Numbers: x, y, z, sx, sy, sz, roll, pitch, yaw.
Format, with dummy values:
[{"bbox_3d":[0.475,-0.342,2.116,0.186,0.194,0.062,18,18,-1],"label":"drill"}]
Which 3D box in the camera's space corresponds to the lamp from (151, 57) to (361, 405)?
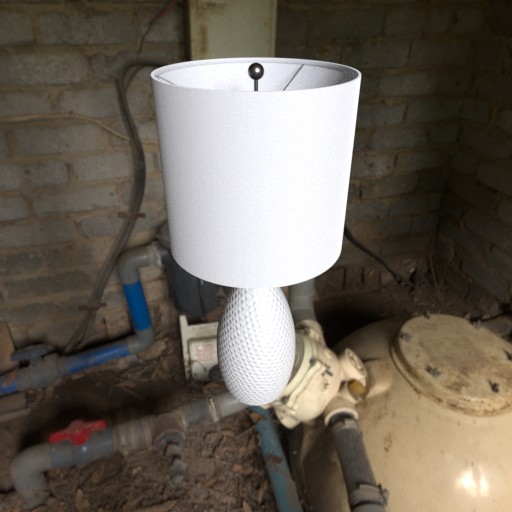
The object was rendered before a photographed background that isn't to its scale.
[{"bbox_3d":[0.000,0.000,0.577,0.214,0.466,0.214,19,36,28],"label":"lamp"}]
